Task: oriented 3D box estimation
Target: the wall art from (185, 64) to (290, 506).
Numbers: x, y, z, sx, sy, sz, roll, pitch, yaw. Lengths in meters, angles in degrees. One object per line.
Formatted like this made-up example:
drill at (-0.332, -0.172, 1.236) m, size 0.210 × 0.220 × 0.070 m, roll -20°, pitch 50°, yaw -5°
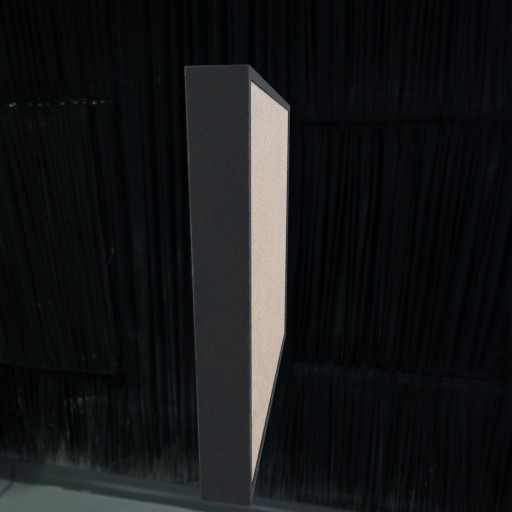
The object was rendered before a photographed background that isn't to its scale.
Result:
wall art at (0.000, 0.000, 0.439) m, size 0.038 × 0.305 × 0.305 m, roll 2°, pitch 15°, yaw 8°
